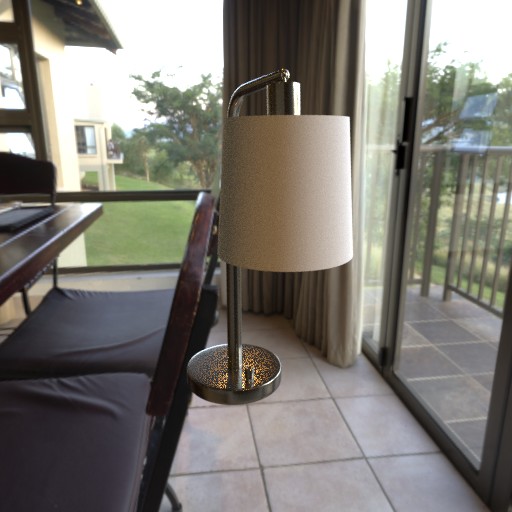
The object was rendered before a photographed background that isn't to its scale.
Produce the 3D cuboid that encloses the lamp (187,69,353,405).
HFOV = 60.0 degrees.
[{"bbox_3d":[0.000,0.000,0.644,0.171,0.489,0.333,-8,17,-26],"label":"lamp"}]
